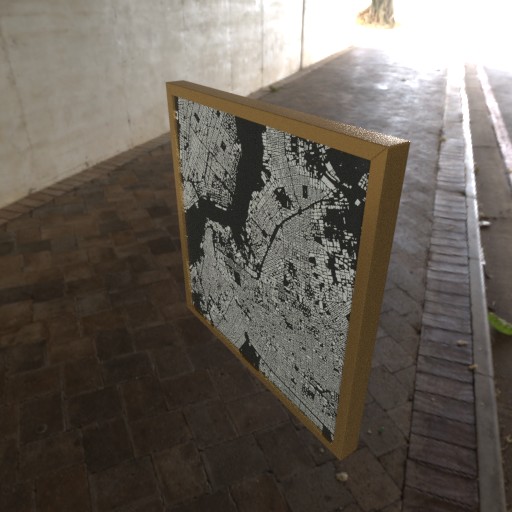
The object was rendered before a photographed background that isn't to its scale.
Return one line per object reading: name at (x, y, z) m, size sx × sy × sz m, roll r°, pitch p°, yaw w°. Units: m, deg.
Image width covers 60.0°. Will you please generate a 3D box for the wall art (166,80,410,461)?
wall art at (0.000, 0.000, 0.461) m, size 0.023 × 0.305 × 0.305 m, roll -20°, pitch 36°, yaw -31°
